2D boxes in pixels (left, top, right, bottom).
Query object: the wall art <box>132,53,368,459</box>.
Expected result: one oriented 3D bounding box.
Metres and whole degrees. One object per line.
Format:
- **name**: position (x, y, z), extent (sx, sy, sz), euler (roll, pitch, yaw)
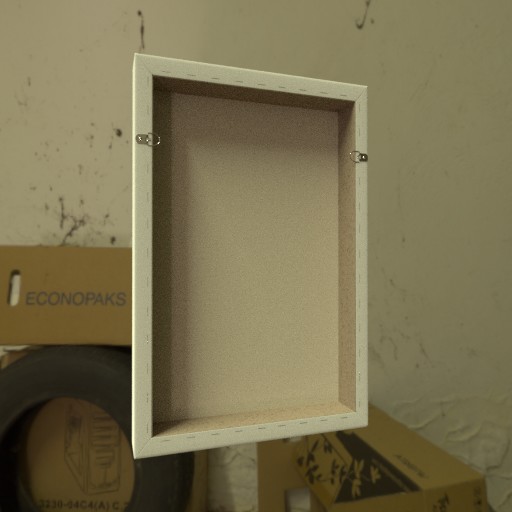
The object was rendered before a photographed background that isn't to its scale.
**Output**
- **wall art**: position (0.000, 0.000, 0.473), extent (0.252, 0.381, 0.039), euler (0, 0, -19)
